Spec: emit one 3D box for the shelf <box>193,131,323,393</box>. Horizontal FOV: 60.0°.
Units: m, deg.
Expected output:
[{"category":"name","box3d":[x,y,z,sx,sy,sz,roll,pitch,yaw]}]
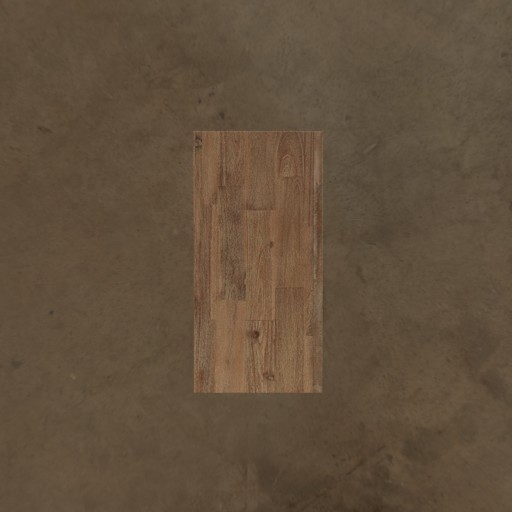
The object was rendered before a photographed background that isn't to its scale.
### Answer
[{"category":"shelf","box3d":[0.000,0.000,1.502,0.267,1.342,0.491,0,91,0]}]
